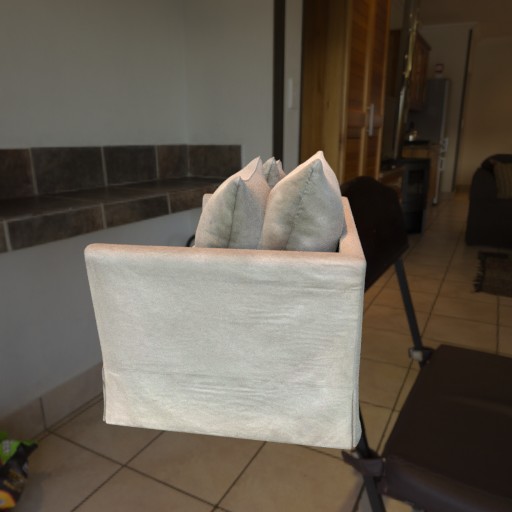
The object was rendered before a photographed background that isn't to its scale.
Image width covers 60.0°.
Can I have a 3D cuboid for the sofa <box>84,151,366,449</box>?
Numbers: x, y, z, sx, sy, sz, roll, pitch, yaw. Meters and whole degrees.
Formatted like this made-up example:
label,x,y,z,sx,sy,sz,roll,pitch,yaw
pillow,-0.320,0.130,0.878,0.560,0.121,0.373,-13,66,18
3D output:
label,x,y,z,sx,sy,sz,roll,pitch,yaw
sofa,0.000,0.000,2.281,1.035,1.040,1.608,2,15,9
